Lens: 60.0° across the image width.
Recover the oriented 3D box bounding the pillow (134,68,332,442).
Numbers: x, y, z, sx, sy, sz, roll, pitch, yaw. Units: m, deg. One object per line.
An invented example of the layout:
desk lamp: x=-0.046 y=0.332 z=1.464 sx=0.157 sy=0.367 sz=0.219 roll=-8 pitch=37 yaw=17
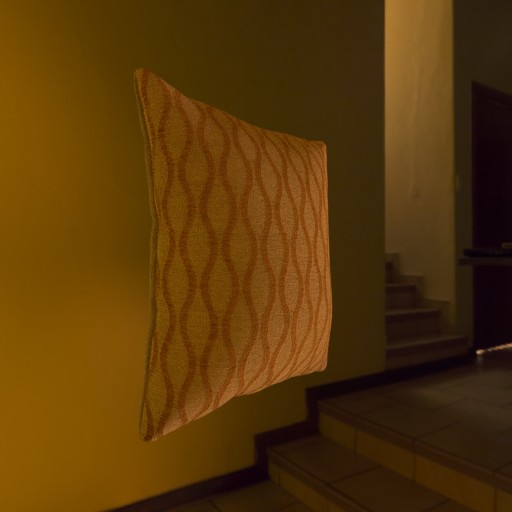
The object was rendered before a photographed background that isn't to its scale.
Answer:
pillow: x=0.000 y=0.000 z=0.670 sx=0.159 sy=0.436 sz=0.429 roll=0 pitch=0 yaw=37
